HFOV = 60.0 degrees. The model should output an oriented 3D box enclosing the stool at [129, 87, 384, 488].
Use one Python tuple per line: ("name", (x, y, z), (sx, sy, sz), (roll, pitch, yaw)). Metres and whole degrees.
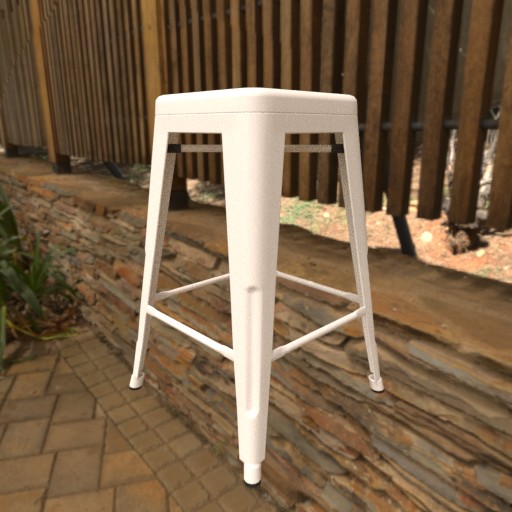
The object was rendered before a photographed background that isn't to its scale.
("stool", (0.000, 0.000, 0.894), (0.406, 0.610, 0.406), (-15, 22, -42))
